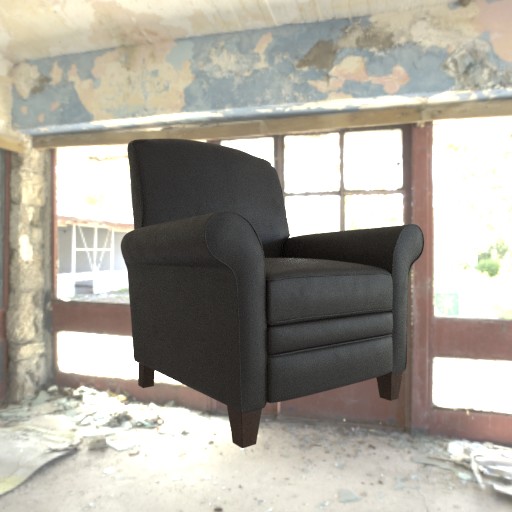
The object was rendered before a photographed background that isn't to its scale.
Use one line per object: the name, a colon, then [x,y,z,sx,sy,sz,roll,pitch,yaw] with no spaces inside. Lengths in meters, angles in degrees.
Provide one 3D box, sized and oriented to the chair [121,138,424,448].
chair: [0.000,0.000,1.764,0.978,1.061,0.902,0,0,-37]
